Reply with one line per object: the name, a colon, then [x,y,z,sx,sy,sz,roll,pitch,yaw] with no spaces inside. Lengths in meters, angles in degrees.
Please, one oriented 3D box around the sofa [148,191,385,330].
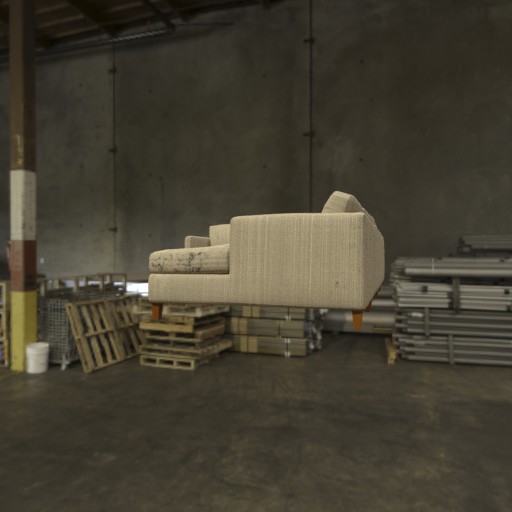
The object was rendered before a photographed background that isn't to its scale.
sofa: [0.000,0.000,4.819,2.594,0.961,3.460,0,0,18]
